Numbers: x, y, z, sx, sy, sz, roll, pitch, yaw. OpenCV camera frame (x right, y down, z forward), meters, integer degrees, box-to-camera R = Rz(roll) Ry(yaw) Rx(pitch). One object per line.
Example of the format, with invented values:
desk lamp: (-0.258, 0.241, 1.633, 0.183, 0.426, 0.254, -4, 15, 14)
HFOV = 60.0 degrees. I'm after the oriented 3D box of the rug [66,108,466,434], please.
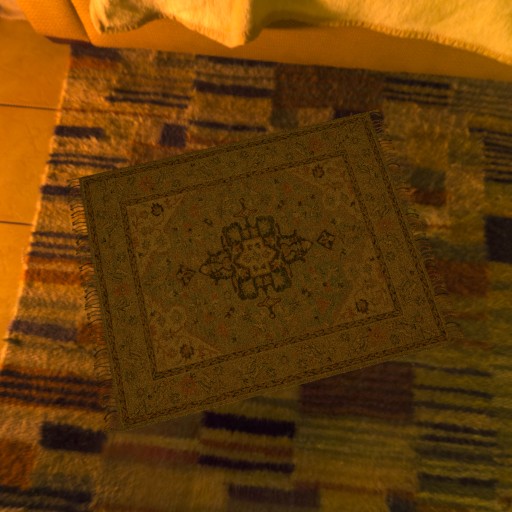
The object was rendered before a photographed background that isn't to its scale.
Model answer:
rug: (0.000, 0.000, 3.372, 2.651, 0.010, 1.971, -14, 75, -4)
